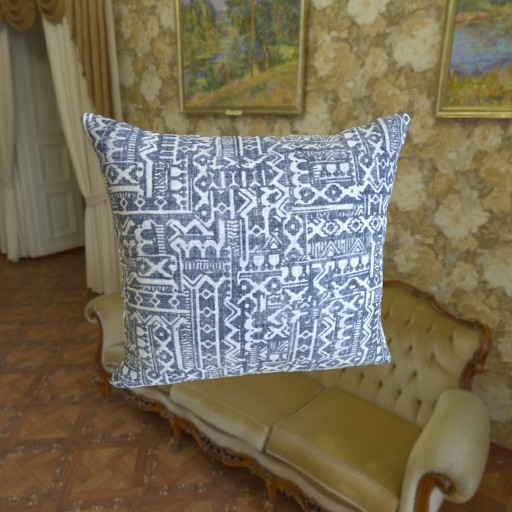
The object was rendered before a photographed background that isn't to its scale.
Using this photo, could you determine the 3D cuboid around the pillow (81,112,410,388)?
[{"bbox_3d":[0.000,0.000,0.788,0.546,0.487,0.180,-2,17,-8],"label":"pillow"}]
